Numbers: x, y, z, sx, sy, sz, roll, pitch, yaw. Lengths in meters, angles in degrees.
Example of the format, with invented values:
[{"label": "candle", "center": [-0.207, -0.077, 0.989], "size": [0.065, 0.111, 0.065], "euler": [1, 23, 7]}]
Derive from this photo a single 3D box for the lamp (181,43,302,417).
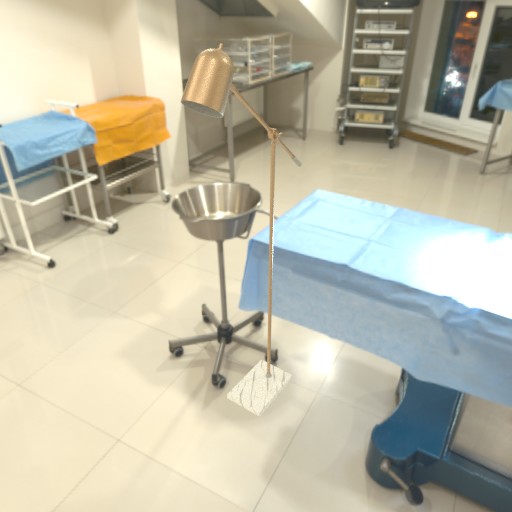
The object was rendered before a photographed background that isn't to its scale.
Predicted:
[{"label": "lamp", "center": [0.000, 0.000, 1.804], "size": [0.194, 1.594, 0.653], "euler": [20, 36, 30]}]
